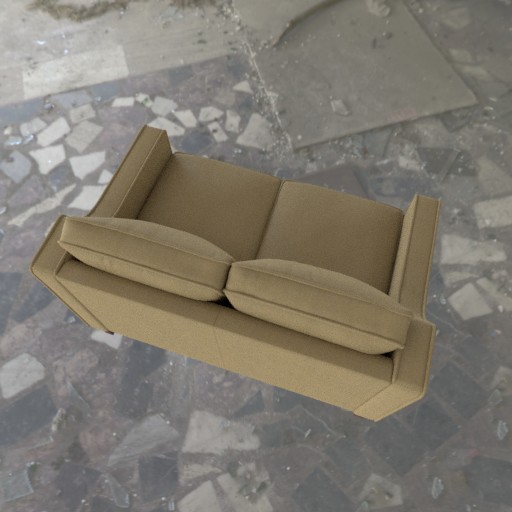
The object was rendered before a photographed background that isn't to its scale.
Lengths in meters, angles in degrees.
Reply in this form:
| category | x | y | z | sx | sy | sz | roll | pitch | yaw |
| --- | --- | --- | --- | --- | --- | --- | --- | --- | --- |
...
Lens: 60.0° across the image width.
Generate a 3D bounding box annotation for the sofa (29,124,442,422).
| category | x | y | z | sx | sy | sz | roll | pitch | yaw |
| --- | --- | --- | --- | --- | --- | --- | --- | --- | --- |
| sofa | 0.000 | 0.000 | 2.081 | 1.501 | 0.971 | 0.987 | 16 | 63 | 8 |
